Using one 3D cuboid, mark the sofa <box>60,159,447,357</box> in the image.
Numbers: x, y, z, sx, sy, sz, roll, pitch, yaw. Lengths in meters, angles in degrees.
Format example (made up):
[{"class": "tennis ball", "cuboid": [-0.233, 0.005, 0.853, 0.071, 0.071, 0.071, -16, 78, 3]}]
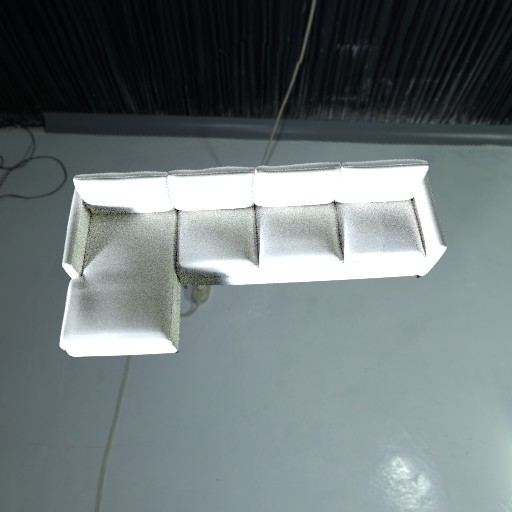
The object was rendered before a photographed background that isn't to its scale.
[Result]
[{"class": "sofa", "cuboid": [0.000, 0.000, 3.820, 3.186, 0.875, 1.467, -3, 63, -1]}]
